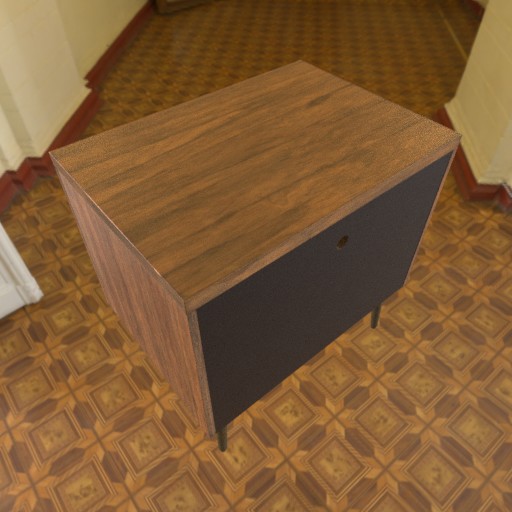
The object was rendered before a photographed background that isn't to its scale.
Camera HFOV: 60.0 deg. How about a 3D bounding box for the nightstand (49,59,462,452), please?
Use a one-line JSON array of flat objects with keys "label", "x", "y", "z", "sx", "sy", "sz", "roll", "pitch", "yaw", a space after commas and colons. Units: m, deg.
[{"label": "nightstand", "x": 0.000, "y": 0.000, "z": 1.025, "sx": 0.610, "sy": 0.610, "sz": 0.458, "roll": -31, "pitch": 54, "yaw": -26}]
